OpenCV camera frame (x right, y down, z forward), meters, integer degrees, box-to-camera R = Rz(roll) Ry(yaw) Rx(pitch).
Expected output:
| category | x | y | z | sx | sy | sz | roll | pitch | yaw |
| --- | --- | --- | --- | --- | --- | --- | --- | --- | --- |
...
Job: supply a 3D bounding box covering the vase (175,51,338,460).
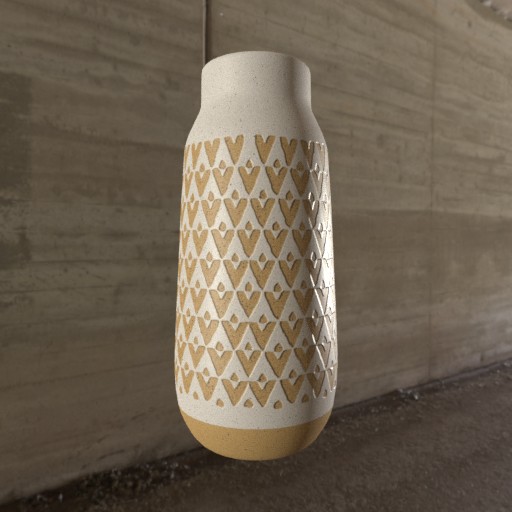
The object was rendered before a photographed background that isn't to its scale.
| category | x | y | z | sx | sy | sz | roll | pitch | yaw |
| --- | --- | --- | --- | --- | --- | --- | --- | --- | --- |
| vase | 0.000 | 0.000 | 0.376 | 0.137 | 0.307 | 0.137 | 0 | 2 | 0 |
